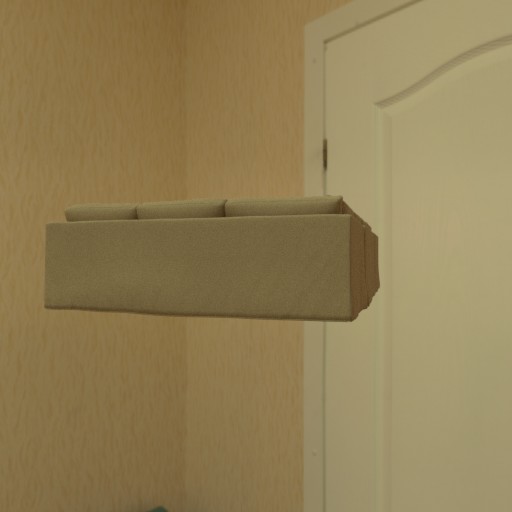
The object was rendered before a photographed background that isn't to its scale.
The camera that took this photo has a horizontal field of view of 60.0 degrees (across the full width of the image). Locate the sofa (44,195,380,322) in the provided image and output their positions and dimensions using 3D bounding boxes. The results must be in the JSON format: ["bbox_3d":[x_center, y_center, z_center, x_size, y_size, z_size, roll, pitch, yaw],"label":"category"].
[{"bbox_3d":[0.000,0.000,4.802,2.476,0.878,3.528,0,0,18],"label":"sofa"}]
